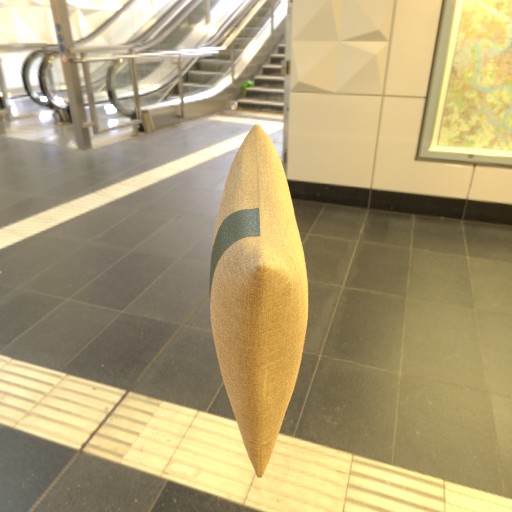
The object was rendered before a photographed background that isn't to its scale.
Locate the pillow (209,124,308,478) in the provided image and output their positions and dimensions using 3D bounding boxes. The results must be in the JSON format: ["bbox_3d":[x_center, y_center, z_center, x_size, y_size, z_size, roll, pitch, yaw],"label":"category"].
[{"bbox_3d":[0.000,0.000,1.030,0.197,0.429,0.859,0,28,0],"label":"pillow"}]
